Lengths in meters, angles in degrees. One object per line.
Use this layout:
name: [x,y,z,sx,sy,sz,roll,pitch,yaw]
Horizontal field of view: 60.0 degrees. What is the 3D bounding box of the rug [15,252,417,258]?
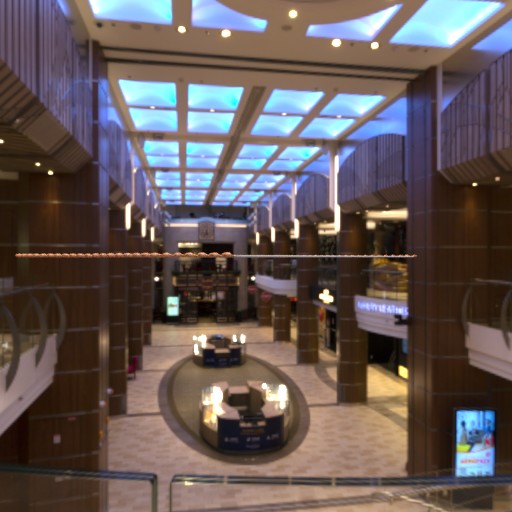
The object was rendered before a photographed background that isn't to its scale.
rug: [0.000,0.000,2.515,1.232,0.017,2.092,0,0,35]
